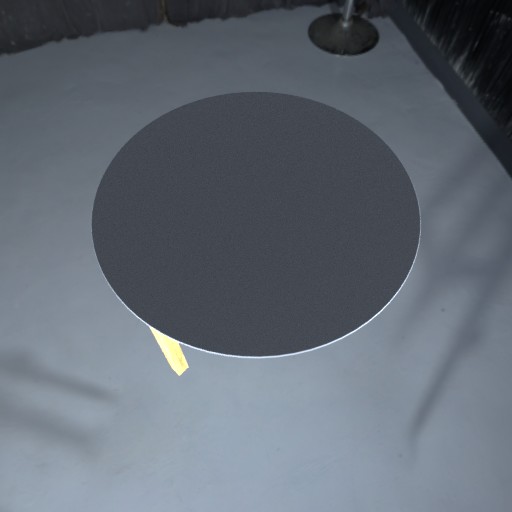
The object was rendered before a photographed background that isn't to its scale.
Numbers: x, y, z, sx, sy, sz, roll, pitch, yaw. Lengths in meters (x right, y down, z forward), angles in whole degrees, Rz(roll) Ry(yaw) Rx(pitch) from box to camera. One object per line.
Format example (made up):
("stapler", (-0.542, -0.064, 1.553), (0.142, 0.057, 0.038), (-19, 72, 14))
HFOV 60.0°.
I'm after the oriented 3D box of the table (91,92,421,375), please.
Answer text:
("table", (0.000, 0.000, 0.994), (0.600, 0.405, 0.600), (0, 59, 0))
